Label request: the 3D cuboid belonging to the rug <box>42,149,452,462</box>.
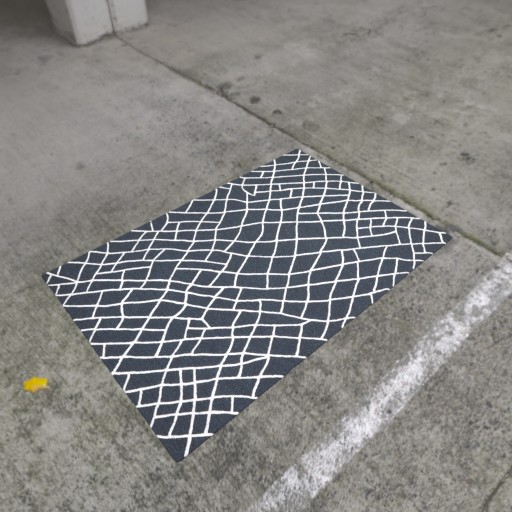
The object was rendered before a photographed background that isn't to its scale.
[{"bbox_3d":[0.000,0.000,2.346,1.830,0.013,1.223,-32,53,-28],"label":"rug"}]
